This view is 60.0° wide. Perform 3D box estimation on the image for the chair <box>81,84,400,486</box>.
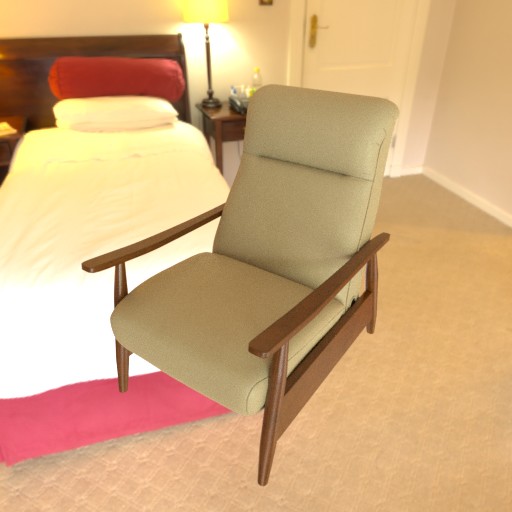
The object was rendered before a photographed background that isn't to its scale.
[{"bbox_3d":[0.000,0.000,1.718,0.762,1.082,1.014,20,36,29],"label":"chair"}]
